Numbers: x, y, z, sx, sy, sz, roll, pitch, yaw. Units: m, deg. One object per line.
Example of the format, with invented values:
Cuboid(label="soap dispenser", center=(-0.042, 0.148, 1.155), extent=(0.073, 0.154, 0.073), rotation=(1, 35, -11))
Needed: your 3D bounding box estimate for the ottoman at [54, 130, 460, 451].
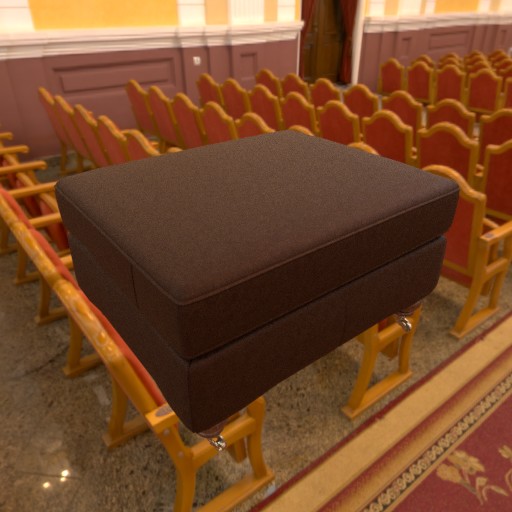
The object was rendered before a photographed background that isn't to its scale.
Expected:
Cuboid(label="ottoman", center=(0.000, 0.000, 1.779), extent=(1.187, 0.730, 0.967), rotation=(-22, 37, -32))
